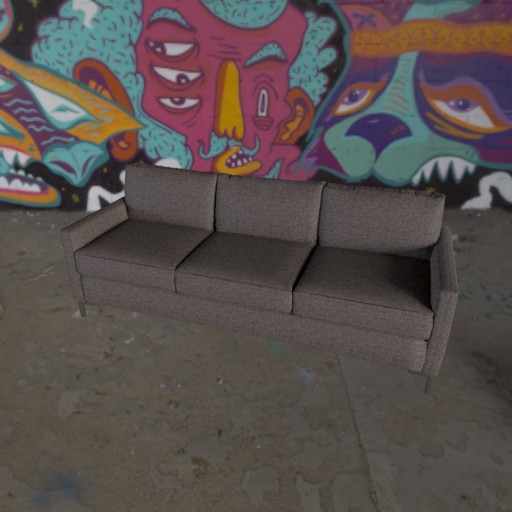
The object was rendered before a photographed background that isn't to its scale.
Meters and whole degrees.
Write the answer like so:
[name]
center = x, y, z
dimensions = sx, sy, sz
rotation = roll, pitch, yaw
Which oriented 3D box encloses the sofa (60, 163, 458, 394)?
[sofa]
center = 0.000, 0.000, 2.754
dimensions = 2.253, 0.882, 0.876
rotation = 9, 28, 17
